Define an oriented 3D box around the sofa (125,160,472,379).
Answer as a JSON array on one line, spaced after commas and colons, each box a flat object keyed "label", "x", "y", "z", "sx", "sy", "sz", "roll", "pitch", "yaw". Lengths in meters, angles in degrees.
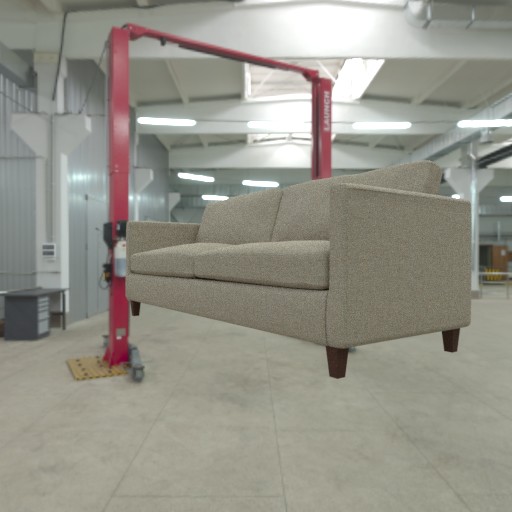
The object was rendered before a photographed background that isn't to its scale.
[{"label": "sofa", "x": 0.000, "y": 0.000, "z": 2.916, "sx": 0.951, "sy": 0.965, "sz": 2.434, "roll": 0, "pitch": 0, "yaw": -36}]
